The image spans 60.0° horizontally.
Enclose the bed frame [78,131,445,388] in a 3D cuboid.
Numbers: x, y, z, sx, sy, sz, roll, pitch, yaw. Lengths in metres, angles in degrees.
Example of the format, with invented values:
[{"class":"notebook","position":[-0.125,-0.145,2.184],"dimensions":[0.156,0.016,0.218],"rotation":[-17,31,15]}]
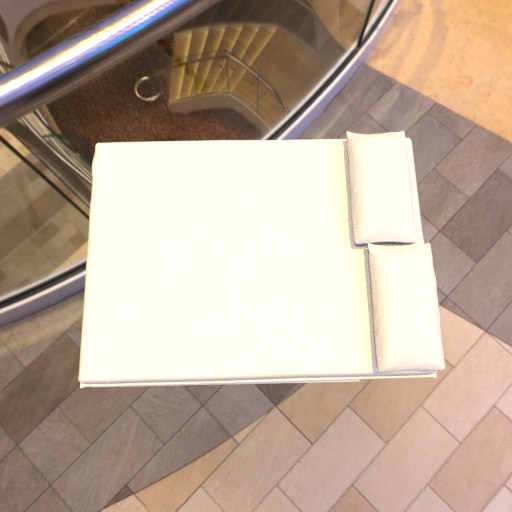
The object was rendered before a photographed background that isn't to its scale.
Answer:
[{"class":"bed frame","position":[0.000,0.000,2.602],"dimensions":[1.950,0.629,1.450],"rotation":[-1,76,0]}]
